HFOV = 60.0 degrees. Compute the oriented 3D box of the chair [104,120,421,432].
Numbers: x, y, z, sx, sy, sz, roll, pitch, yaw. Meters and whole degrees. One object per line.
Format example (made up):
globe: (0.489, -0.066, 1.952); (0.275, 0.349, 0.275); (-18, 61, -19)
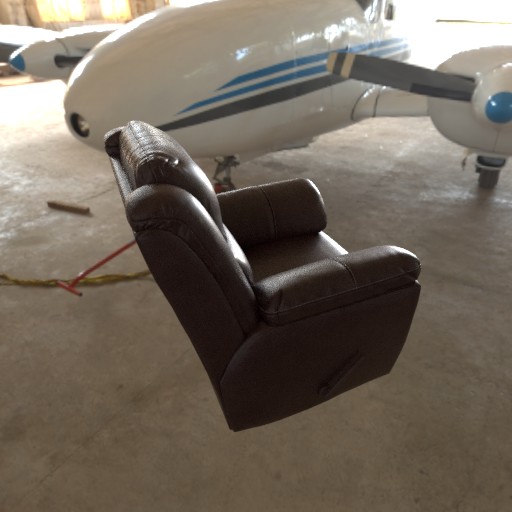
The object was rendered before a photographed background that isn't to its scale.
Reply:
chair: (0.000, 0.000, 1.882); (1.041, 1.093, 0.990); (-11, 32, -18)
